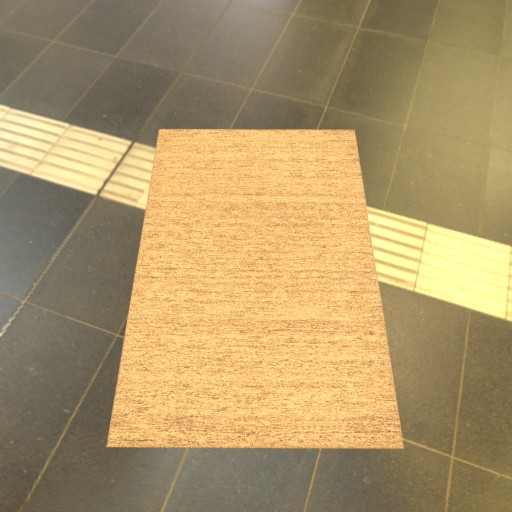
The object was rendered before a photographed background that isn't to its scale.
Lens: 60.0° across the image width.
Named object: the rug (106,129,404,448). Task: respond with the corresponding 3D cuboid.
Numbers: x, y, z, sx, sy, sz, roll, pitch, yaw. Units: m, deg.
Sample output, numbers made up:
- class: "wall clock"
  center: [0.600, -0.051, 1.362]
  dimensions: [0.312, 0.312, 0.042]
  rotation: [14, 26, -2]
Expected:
- class: "rug"
  center: [0.000, 0.000, 2.297]
  dimensions: [1.225, 0.013, 1.840]
  rotation: [0, 59, 0]
